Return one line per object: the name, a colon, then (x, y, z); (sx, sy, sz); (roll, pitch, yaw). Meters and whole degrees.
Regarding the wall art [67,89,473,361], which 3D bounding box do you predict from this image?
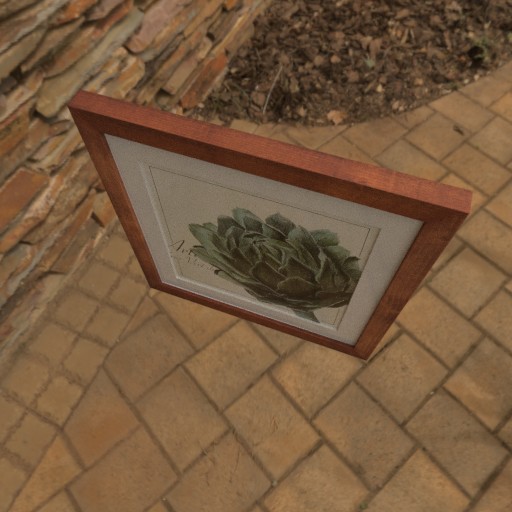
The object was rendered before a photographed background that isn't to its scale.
wall art: (0.000, 0.000, 0.830); (0.554, 0.572, 0.037); (17, 61, 10)
